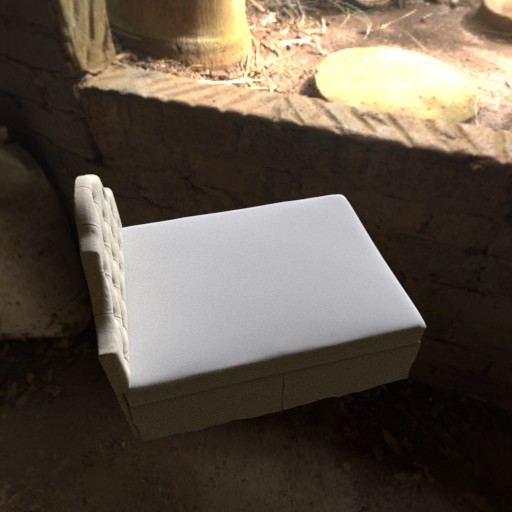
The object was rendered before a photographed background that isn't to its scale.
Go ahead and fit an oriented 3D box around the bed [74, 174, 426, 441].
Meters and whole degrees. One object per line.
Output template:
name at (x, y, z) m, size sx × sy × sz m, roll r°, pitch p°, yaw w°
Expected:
bed at (0.000, 0.000, 3.196) m, size 2.092 × 1.575 × 1.627 m, roll -10°, pitch 46°, yaw -10°
